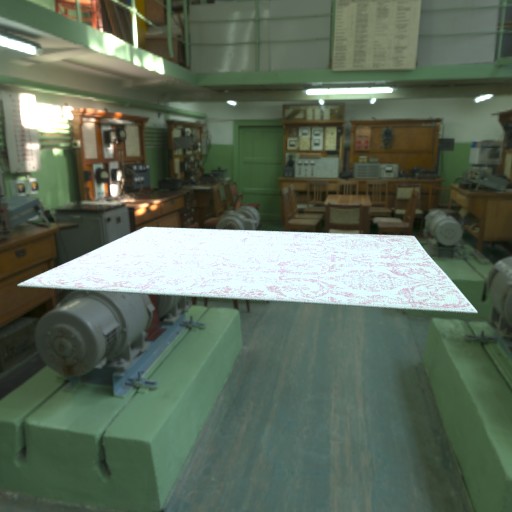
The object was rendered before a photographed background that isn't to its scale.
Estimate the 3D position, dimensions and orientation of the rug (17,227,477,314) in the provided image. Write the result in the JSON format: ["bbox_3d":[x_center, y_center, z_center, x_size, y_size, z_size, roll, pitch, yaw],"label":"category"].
[{"bbox_3d":[0.000,0.000,2.839,2.202,0.014,1.598,2,15,9],"label":"rug"}]
